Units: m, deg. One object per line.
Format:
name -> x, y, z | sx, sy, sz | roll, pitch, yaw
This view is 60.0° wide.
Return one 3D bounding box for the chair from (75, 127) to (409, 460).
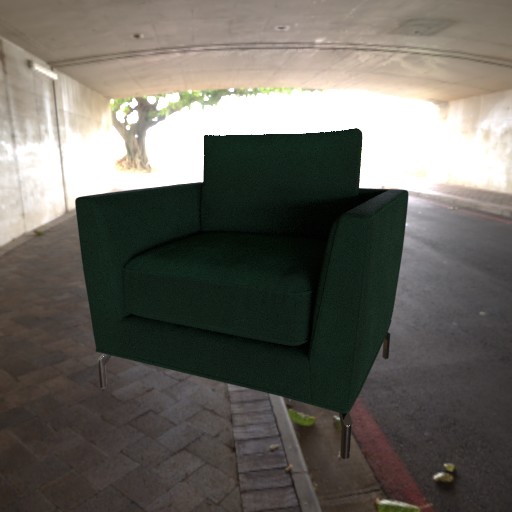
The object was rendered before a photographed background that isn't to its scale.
chair -> 0.000, 0.000, 1.778 | 1.047, 0.997, 0.852 | 6, 15, 24
